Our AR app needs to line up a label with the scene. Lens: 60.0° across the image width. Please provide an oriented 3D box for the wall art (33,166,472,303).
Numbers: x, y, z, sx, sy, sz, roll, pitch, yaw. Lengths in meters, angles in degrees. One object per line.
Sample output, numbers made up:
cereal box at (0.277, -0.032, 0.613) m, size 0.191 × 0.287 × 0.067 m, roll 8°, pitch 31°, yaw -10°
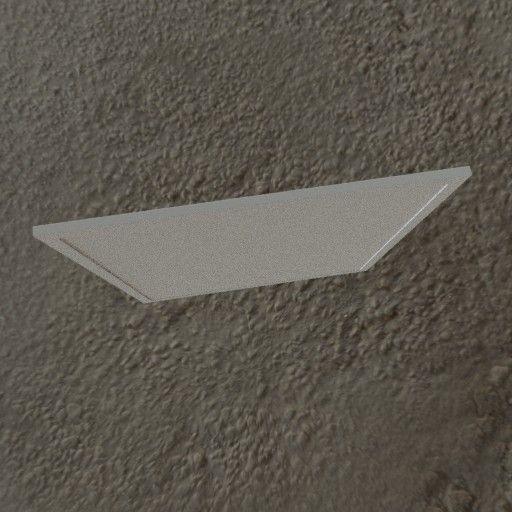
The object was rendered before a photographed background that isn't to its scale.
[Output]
wall art at (0.000, 0.000, 0.981) m, size 0.660 × 0.660 × 0.015 m, roll -8°, pitch 76°, yaw -2°
